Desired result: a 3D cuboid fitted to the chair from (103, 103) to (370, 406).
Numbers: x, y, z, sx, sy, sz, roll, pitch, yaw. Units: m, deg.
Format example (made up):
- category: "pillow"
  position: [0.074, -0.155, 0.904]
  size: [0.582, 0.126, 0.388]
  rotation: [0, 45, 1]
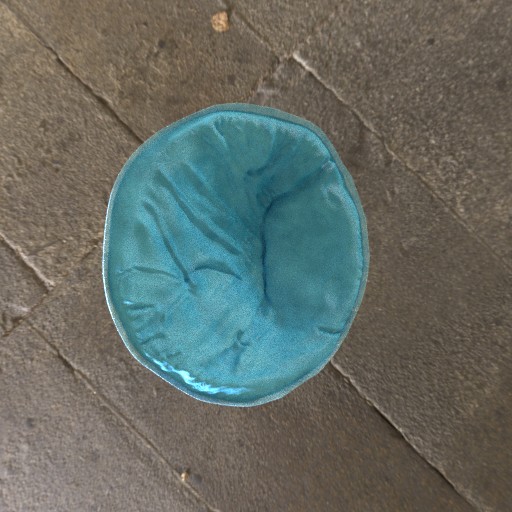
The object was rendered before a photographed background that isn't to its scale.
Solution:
- category: "chair"
  position: [0.000, 0.000, 0.891]
  size: [0.465, 0.478, 0.520]
  rotation: [0, 90, 0]
